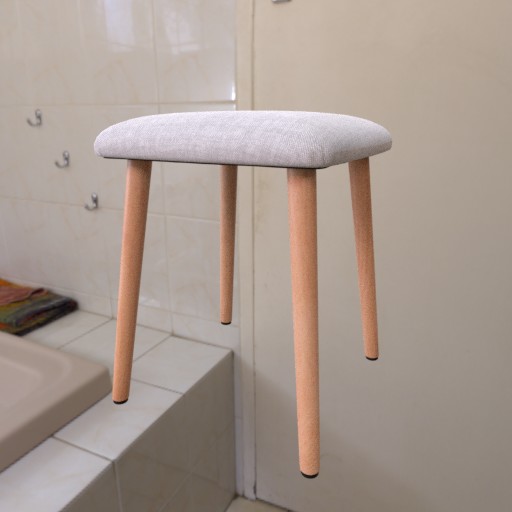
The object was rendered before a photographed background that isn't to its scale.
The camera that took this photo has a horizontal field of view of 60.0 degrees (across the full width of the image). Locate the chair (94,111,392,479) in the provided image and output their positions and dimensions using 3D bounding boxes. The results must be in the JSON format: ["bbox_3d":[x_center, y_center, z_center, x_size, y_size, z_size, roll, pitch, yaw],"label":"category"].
[{"bbox_3d":[0.000,0.000,0.707,0.350,0.440,0.350,9,19,27],"label":"chair"}]
